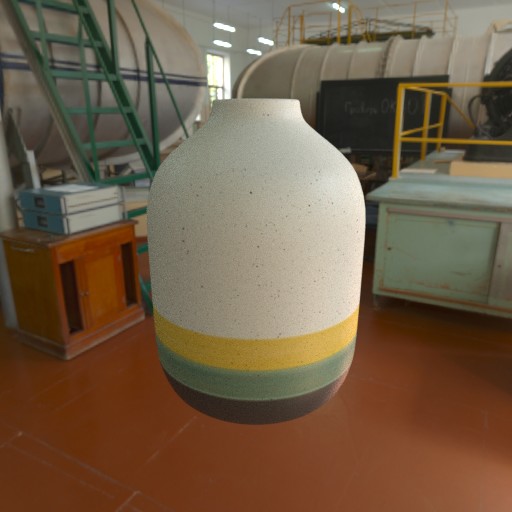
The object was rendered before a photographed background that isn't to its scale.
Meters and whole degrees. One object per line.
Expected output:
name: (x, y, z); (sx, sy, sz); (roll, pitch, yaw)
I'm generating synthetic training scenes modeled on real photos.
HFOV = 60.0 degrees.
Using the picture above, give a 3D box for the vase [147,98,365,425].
vase: (0.000, 0.000, 0.361); (0.169, 0.240, 0.169); (0, 18, 0)
